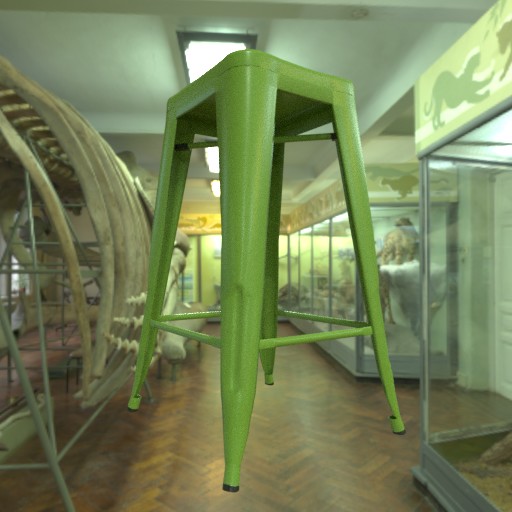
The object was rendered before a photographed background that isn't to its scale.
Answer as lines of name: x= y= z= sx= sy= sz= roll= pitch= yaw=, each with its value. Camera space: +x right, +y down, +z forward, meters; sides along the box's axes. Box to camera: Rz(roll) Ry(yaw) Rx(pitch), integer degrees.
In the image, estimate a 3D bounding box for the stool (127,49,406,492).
stool: x=0.000 y=0.000 z=0.821 sx=0.358 sy=0.609 sz=0.398 roll=1 pitch=-1 yaw=-34
